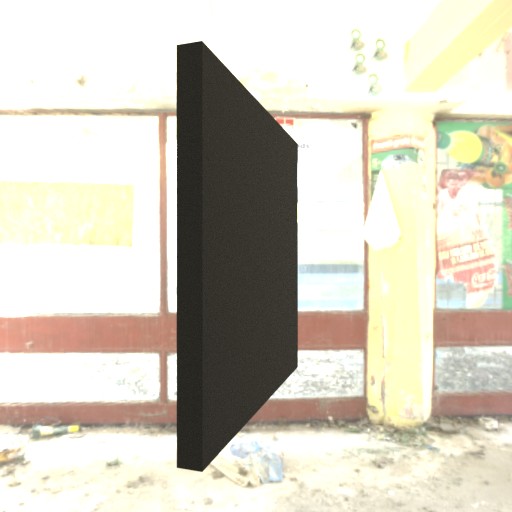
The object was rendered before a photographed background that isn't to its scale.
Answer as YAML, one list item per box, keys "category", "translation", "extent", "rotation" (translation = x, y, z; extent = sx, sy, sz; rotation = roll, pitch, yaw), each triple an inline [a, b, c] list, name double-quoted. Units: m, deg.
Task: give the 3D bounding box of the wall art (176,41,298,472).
- category: "wall art"
  translation: [0.000, 0.000, 0.695]
  extent: [0.030, 0.458, 0.462]
  rotation: [0, 0, 18]
